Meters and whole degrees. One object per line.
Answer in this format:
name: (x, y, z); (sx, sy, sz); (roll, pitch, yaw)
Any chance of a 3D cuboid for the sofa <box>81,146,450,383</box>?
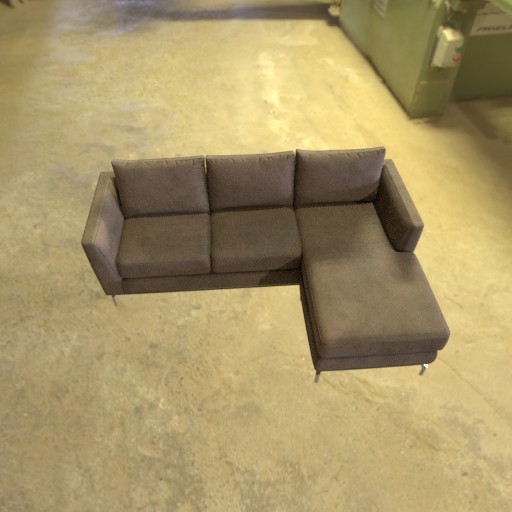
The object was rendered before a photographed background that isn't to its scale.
sofa: (0.000, 0.000, 3.319); (2.438, 0.987, 1.622); (-3, 47, -3)
